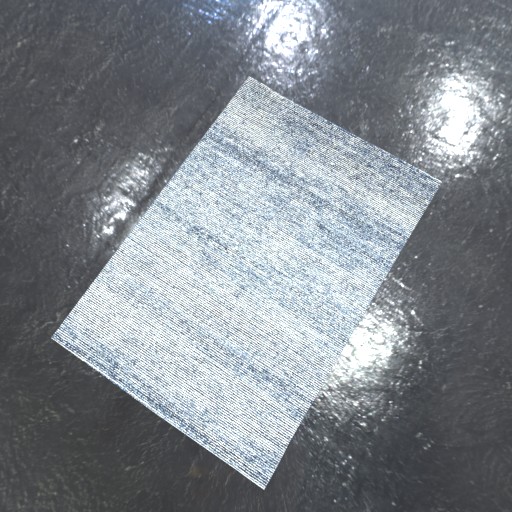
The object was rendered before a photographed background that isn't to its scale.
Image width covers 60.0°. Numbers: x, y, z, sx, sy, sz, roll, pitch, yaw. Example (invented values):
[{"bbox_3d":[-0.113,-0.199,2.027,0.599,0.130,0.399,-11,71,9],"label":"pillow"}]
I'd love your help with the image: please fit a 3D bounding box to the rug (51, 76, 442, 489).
[{"bbox_3d":[0.000,0.000,2.977,1.624,0.030,2.349,32,77,8],"label":"rug"}]
